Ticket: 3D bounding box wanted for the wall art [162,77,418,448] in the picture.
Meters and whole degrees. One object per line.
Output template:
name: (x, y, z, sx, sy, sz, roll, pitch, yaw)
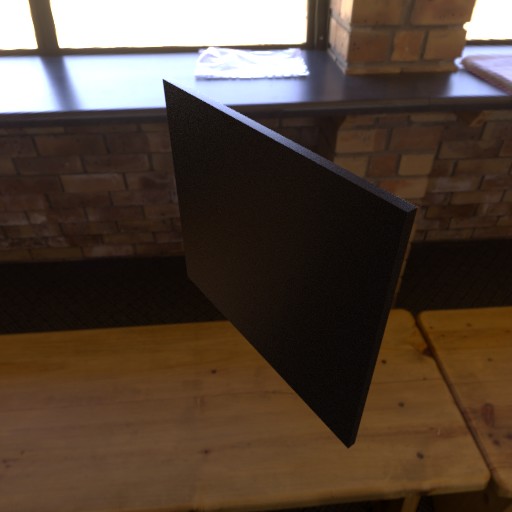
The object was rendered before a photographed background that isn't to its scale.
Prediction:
wall art: (0.000, 0.000, 0.543, 0.012, 0.332, 0.383, -25, 45, -28)
